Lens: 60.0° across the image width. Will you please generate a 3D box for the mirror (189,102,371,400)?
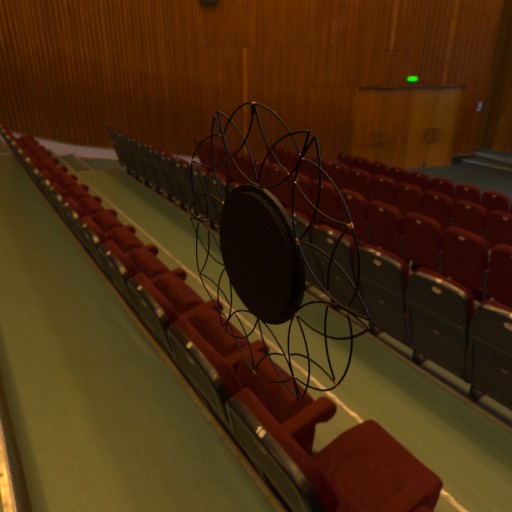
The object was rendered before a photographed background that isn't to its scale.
[{"bbox_3d":[0.000,0.000,1.173,0.028,0.775,0.797,-16,30,-31],"label":"mirror"}]
